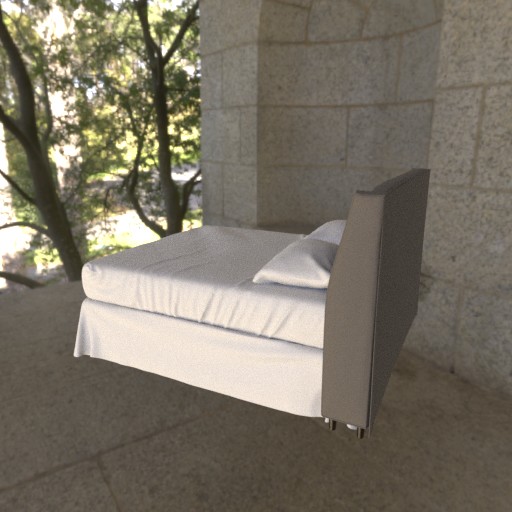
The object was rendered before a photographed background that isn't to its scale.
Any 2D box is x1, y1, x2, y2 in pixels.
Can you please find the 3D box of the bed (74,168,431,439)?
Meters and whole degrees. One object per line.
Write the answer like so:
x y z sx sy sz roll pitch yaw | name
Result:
0.000 0.000 3.455 2.276 1.332 1.925 7 17 26 | bed
